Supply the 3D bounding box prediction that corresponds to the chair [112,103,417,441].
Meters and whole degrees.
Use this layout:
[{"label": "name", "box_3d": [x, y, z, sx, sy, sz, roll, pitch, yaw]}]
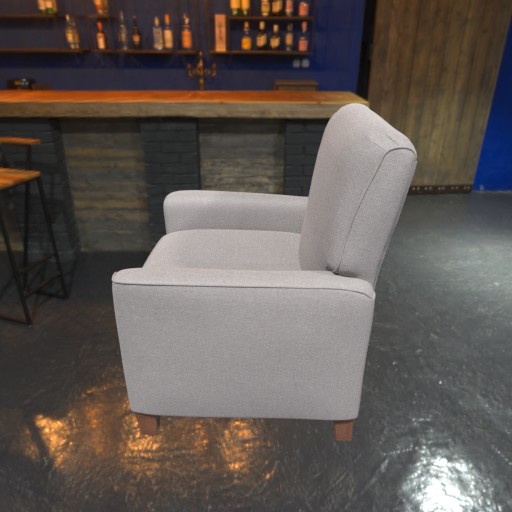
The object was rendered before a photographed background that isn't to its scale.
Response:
[{"label": "chair", "box_3d": [0.000, 0.000, 1.631, 0.859, 1.023, 0.845, 1, 26, 2]}]
